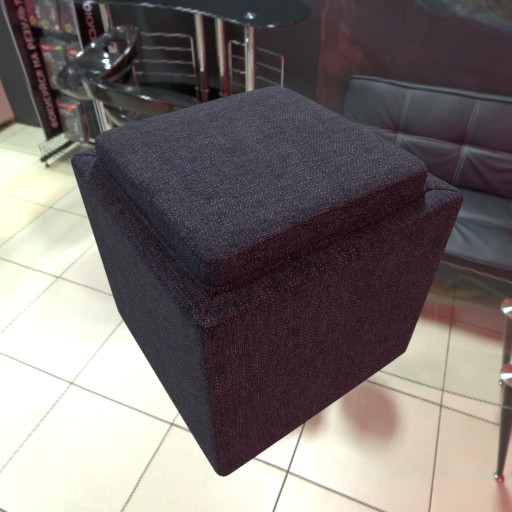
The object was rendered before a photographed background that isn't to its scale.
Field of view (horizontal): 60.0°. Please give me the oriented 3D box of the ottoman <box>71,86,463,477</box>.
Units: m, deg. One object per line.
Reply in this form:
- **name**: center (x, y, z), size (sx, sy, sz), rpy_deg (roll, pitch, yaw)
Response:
- **ottoman**: center (0.000, 0.000, 0.803), size (0.450, 0.460, 0.450), rpy_deg (-25, 48, -25)
